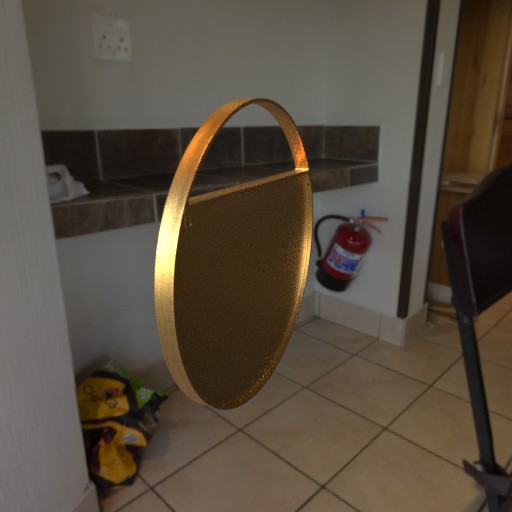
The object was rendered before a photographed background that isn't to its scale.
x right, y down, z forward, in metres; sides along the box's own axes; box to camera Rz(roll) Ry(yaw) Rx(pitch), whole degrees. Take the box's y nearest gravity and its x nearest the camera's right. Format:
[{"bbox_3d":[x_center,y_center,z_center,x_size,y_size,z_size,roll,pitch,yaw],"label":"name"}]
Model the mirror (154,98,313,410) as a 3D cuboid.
[{"bbox_3d":[0.000,0.000,0.843,0.032,0.565,0.565,8,19,25],"label":"mirror"}]
